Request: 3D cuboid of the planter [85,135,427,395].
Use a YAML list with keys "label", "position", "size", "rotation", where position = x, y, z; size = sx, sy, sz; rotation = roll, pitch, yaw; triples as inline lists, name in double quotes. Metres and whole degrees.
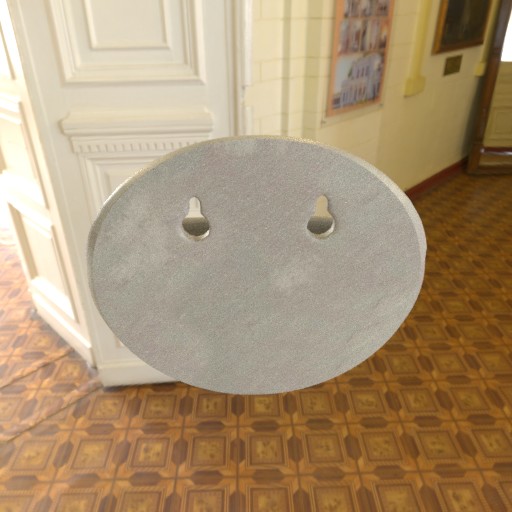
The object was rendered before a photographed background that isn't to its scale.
- label: "planter"
  position: [0.000, 0.000, 0.272]
  size: [0.190, 0.164, 0.073]
  rotation: [-1, 30, -2]
